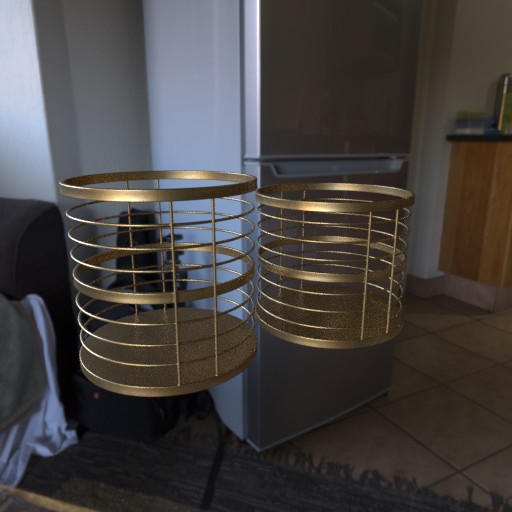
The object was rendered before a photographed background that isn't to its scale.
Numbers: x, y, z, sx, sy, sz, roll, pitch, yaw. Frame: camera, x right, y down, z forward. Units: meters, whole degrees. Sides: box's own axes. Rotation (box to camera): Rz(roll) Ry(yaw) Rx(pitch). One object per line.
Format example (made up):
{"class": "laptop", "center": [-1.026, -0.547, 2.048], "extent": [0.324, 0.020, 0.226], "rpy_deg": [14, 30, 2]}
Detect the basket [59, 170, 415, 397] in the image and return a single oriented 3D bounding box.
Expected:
{"class": "basket", "center": [0.000, 0.000, 0.959], "extent": [0.746, 0.351, 0.356], "rpy_deg": [-8, 17, -25]}
